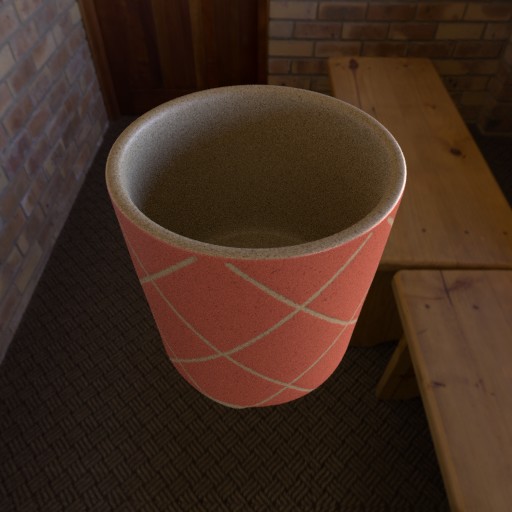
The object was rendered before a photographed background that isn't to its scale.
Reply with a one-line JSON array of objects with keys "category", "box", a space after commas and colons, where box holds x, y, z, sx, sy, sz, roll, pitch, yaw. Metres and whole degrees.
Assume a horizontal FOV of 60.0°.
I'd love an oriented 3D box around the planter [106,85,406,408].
[{"category": "planter", "box": [0.000, 0.000, 0.427, 0.227, 0.235, 0.227, 0, 47, 0]}]
